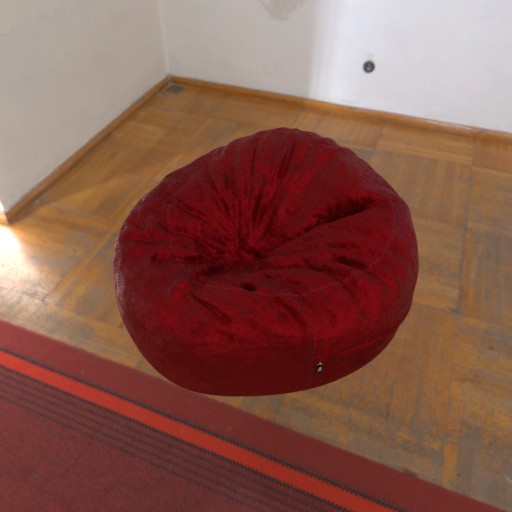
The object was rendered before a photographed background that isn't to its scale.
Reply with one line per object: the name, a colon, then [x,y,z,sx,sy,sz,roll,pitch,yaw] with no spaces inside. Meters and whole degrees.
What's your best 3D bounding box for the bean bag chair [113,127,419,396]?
bean bag chair: [0.000,0.000,2.418,1.524,0.878,1.524,-18,49,-16]
